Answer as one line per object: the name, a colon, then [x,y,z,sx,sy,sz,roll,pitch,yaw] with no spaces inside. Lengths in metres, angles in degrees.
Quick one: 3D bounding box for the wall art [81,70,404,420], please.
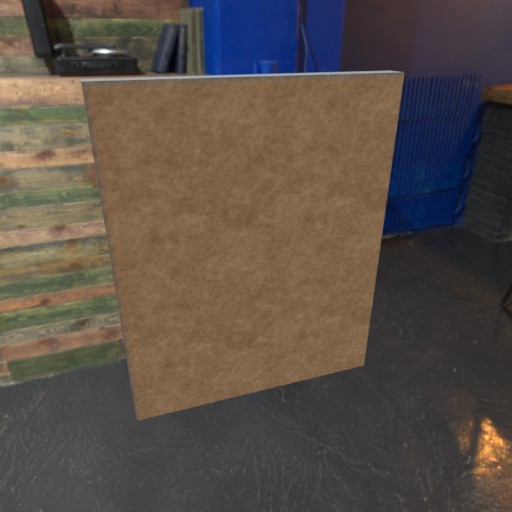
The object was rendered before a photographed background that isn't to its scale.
wall art: [0.000,0.000,0.732,0.453,0.554,0.037,-9,28,-17]
